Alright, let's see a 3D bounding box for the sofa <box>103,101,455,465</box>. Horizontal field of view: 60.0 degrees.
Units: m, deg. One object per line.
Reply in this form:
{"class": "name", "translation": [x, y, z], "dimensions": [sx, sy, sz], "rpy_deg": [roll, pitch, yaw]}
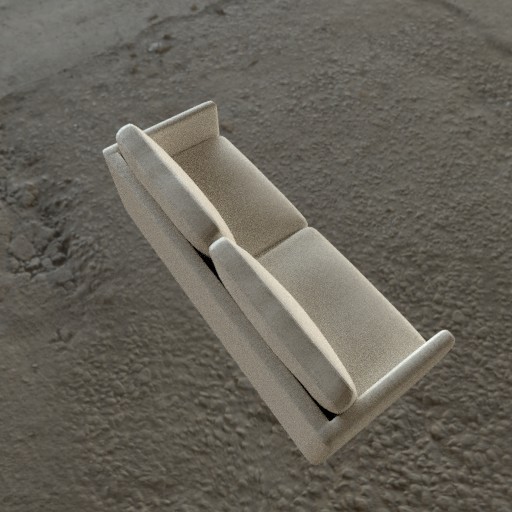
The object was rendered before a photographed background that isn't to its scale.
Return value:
{"class": "sofa", "translation": [0.000, 0.000, 2.959], "dimensions": [0.948, 0.965, 2.434], "rpy_deg": [-32, 63, -18]}
